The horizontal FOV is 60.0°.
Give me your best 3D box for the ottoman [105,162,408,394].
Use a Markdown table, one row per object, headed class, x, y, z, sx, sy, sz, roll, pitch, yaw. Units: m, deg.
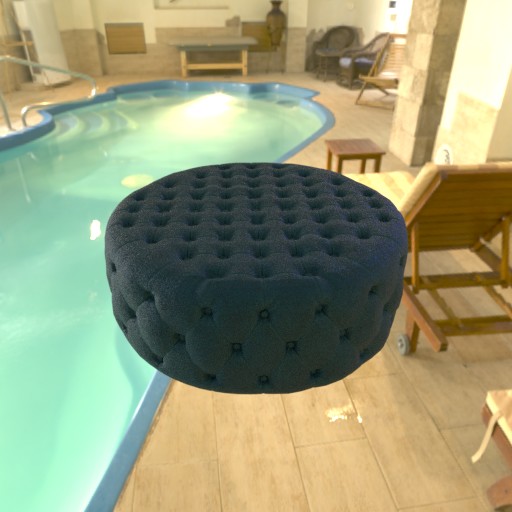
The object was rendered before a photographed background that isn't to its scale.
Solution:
| class | x | y | z | sx | sy | sz | roll | pitch | yaw |
| --- | --- | --- | --- | --- | --- | --- | --- | --- | --- |
| ottoman | 0.000 | 0.000 | 1.544 | 0.998 | 0.398 | 0.998 | 0 | 31 | 0 |
